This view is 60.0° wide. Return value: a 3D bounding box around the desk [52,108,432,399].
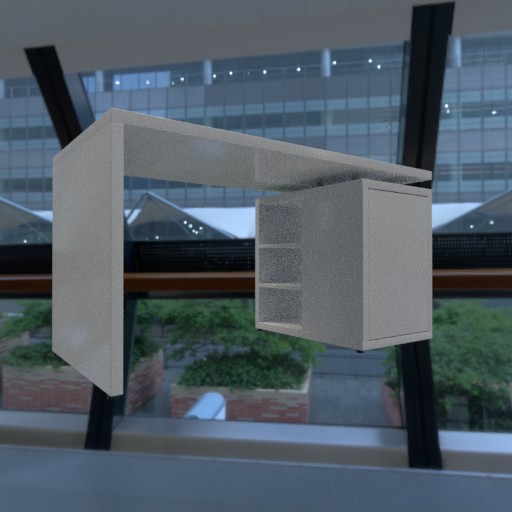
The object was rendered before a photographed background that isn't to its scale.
[{"bbox_3d":[0.000,0.000,1.806,1.400,0.740,0.690,0,0,-36],"label":"desk"}]
